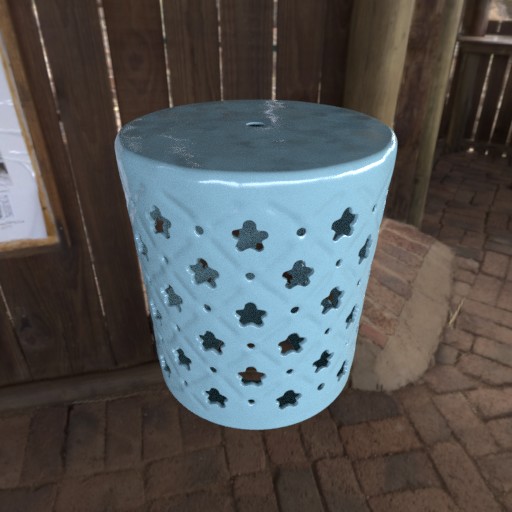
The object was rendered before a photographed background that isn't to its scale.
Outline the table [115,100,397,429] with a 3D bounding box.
[{"bbox_3d":[0.000,0.000,0.659,0.352,0.387,0.352,0,31,0],"label":"table"}]
